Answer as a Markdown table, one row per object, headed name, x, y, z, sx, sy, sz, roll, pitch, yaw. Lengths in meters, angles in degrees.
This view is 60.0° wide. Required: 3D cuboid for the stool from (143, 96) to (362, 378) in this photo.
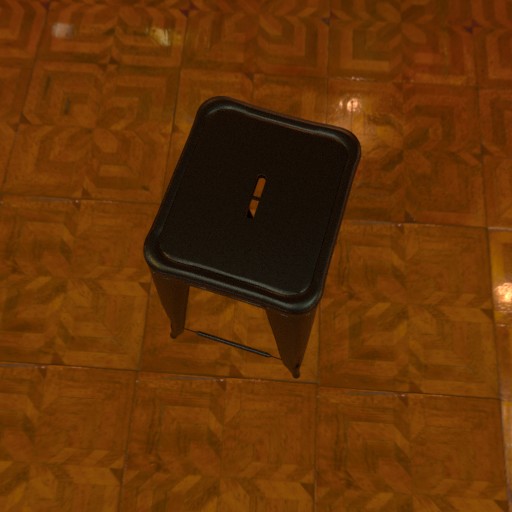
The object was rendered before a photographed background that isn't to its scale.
| name | x | y | z | sx | sy | sz | roll | pitch | yaw |
| --- | --- | --- | --- | --- | --- | --- | --- | --- | --- |
| stool | 0.000 | 0.000 | 0.917 | 0.423 | 0.609 | 0.455 | 6 | 74 | 2 |
